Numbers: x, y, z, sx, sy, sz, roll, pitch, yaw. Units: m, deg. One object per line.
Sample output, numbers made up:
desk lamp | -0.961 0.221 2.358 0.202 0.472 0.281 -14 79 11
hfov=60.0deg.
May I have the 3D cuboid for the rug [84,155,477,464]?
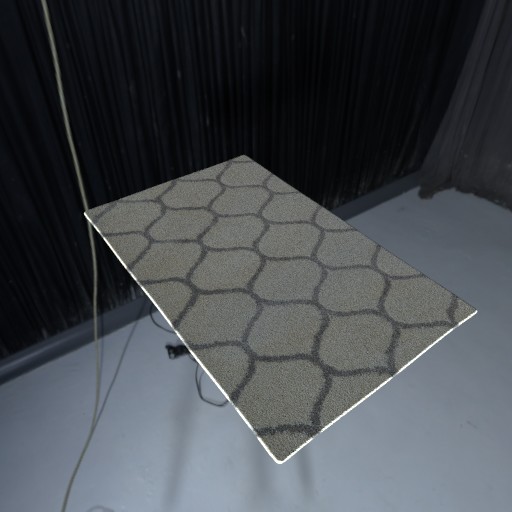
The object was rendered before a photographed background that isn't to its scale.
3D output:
rug | 0.000 0.000 2.970 1.501 0.024 2.348 -26 47 -27
